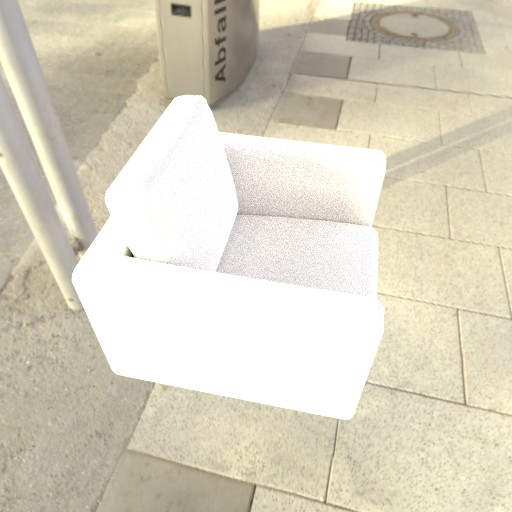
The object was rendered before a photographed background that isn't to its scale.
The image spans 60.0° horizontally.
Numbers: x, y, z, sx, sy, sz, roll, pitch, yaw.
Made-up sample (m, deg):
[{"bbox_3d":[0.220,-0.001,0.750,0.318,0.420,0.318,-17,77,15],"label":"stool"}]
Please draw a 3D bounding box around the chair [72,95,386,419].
[{"bbox_3d":[0.000,0.000,1.575,0.879,0.899,0.831,9,46,8],"label":"chair"}]
